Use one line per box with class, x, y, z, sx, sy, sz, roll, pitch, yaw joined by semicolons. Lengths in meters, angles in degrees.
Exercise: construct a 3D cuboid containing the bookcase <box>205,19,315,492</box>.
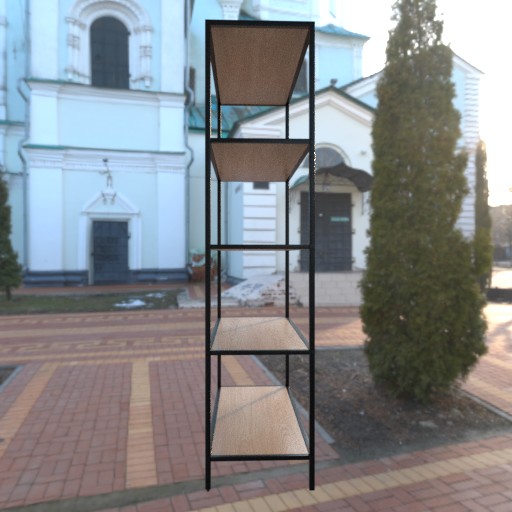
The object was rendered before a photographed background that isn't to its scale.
bookcase;0.000;0.000;1.794;0.350;1.500;0.770;0;0;-2
